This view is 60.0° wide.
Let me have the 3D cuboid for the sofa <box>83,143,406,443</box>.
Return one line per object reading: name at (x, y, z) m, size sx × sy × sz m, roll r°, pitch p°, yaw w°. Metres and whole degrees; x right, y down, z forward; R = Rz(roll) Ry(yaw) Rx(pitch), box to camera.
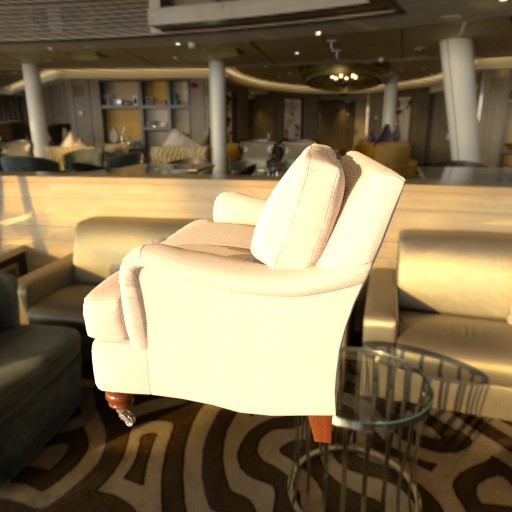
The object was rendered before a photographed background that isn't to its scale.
sofa at (0.000, 0.000, 2.162) m, size 1.087 × 1.048 × 1.508 m, roll 2°, pitch 16°, yaw 8°
